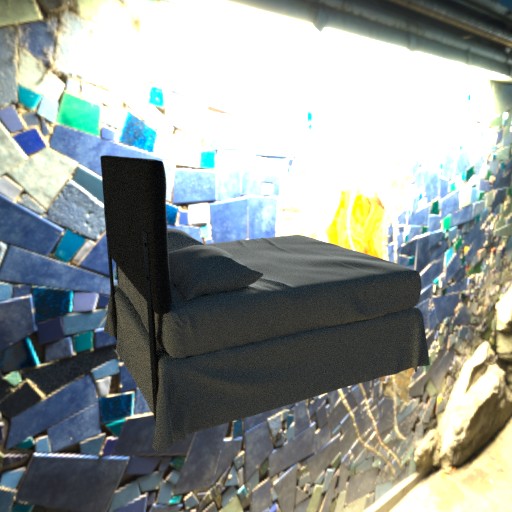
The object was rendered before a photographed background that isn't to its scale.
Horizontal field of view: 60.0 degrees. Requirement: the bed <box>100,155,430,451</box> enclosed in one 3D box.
[{"bbox_3d":[0.000,0.000,3.568,2.222,1.577,1.936,-7,15,-26],"label":"bed"}]
